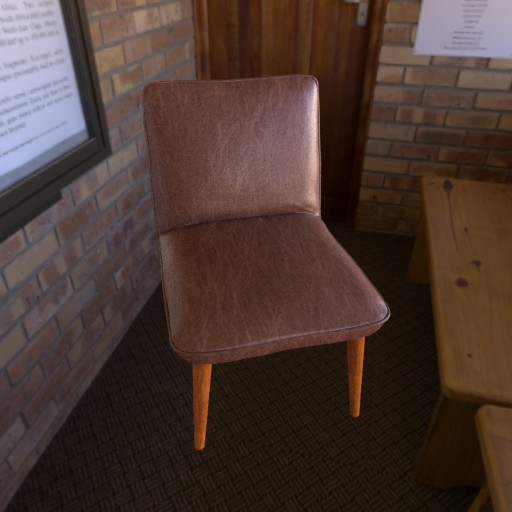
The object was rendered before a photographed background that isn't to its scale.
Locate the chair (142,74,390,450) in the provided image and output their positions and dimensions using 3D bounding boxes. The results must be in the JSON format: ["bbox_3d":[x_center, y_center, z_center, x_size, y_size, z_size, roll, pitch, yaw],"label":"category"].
[{"bbox_3d":[0.000,0.000,1.198,0.543,0.803,0.645,-10,35,-15],"label":"chair"}]
